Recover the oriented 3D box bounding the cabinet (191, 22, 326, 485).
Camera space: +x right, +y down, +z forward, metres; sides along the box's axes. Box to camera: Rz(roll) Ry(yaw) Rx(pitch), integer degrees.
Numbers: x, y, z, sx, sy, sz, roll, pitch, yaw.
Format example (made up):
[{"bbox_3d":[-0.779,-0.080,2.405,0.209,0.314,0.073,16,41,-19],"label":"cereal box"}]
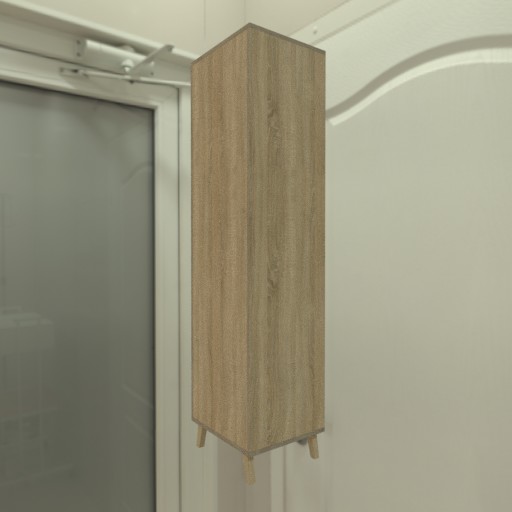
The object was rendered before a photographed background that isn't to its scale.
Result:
[{"bbox_3d":[0.000,0.000,2.203,0.450,1.960,0.510,-1,1,-37],"label":"cabinet"}]
